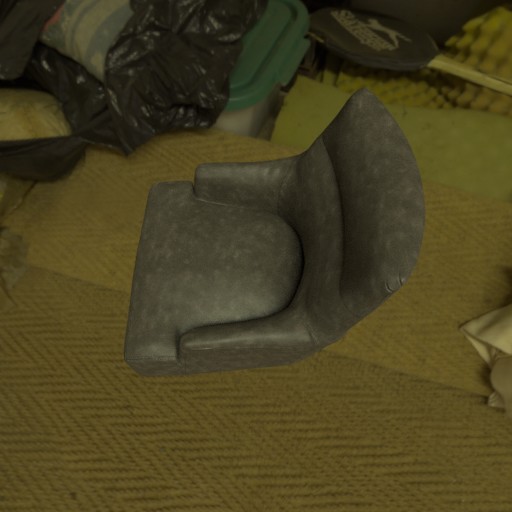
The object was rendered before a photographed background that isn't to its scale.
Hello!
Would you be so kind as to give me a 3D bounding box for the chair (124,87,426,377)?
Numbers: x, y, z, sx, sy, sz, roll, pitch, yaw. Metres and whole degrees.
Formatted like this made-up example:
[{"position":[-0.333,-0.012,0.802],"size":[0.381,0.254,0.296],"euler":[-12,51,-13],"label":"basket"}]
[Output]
[{"position":[0.000,0.000,1.530],"size":[0.874,0.870,0.738],"euler":[0,58,0],"label":"chair"}]
